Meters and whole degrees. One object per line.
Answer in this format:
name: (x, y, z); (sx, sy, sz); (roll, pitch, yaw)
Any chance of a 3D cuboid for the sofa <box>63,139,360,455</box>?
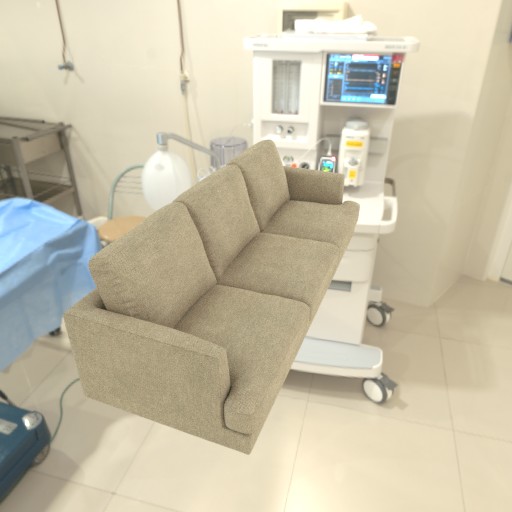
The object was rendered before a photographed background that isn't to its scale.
sofa: (0.000, 0.000, 2.739); (0.903, 0.930, 2.246); (11, 32, 19)
